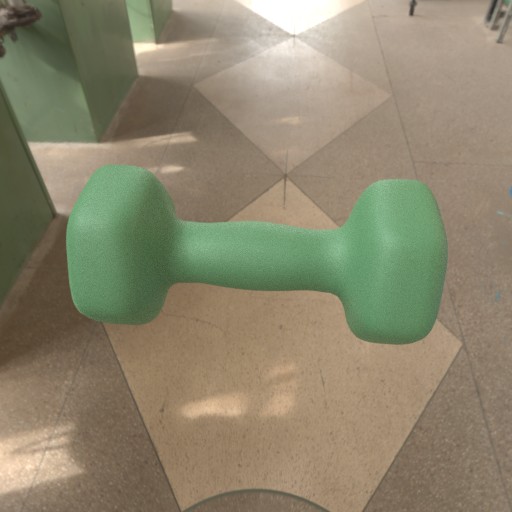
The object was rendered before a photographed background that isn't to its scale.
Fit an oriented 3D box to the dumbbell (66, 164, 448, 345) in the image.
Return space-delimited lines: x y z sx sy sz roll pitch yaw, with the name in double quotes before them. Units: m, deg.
"dumbbell" 0.000 0.000 0.330 0.257 0.114 0.126 4 47 4
